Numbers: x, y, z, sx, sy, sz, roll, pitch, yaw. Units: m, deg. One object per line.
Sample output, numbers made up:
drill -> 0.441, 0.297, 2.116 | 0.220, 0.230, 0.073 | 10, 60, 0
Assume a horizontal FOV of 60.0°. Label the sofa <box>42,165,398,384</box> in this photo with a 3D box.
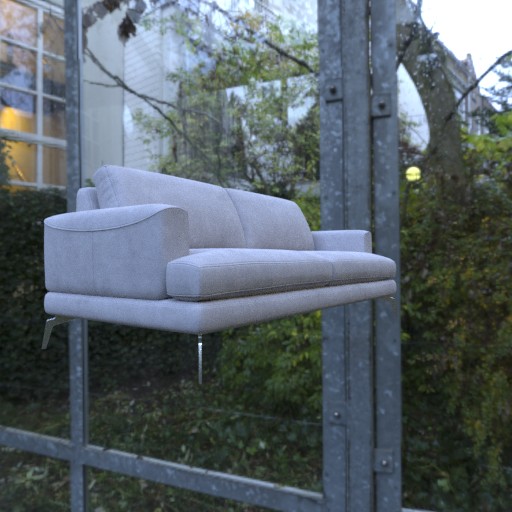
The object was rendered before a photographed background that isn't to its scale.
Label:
sofa -> 0.000, 0.000, 2.514 | 0.980, 0.830, 2.013 | 0, 0, 35
